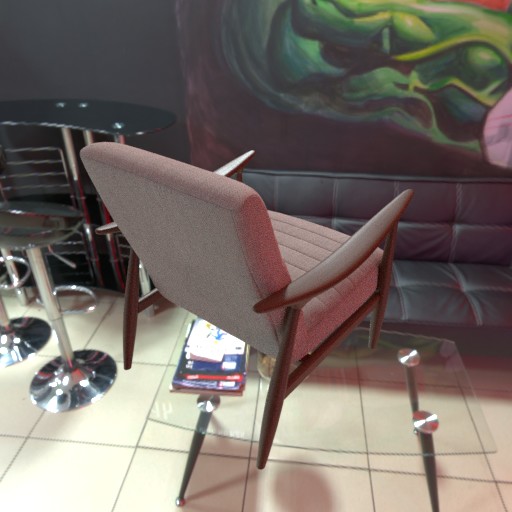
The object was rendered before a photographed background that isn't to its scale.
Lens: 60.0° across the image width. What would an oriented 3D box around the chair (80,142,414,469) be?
[{"bbox_3d":[0.000,0.000,1.451,0.741,0.832,0.798,22,37,33],"label":"chair"}]
